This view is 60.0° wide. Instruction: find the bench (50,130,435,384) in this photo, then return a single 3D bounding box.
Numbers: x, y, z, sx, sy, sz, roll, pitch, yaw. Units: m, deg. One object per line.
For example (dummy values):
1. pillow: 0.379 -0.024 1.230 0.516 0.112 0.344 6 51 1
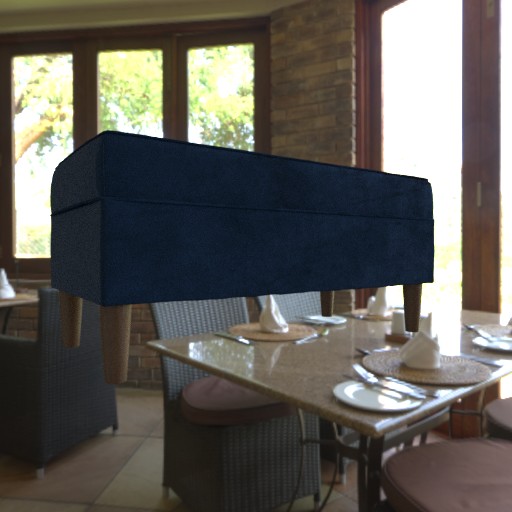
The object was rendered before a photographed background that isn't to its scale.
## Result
1. bench: 0.000 0.000 1.259 1.010 0.467 0.489 -1 1 -35
